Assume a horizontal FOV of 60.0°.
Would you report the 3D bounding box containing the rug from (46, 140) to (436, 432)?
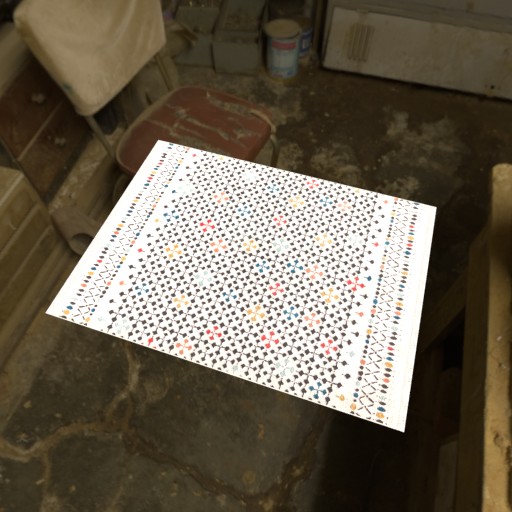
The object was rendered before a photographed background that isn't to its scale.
[{"bbox_3d":[0.000,0.000,4.310,3.196,0.007,2.354,16,58,10],"label":"rug"}]
